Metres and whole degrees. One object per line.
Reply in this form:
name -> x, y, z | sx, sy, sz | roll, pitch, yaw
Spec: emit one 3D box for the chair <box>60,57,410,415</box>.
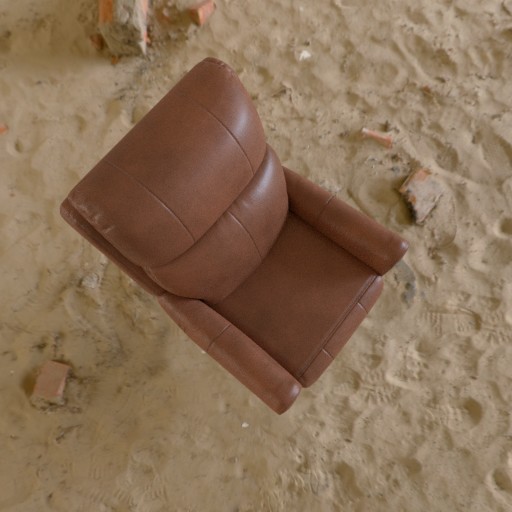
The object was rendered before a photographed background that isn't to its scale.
chair -> 0.000, 0.000, 1.792 | 1.014, 1.054, 0.838 | 38, 78, 10
